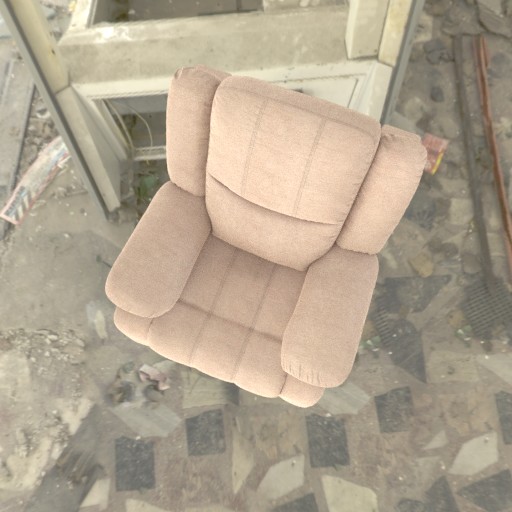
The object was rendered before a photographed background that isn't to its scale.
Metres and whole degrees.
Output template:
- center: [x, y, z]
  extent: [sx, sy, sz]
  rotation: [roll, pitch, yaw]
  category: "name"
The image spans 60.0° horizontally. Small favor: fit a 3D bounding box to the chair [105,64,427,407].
- center: [0.000, 0.000, 1.693]
  extent: [0.899, 1.008, 0.944]
  rotation: [20, 74, 6]
  category: "chair"
